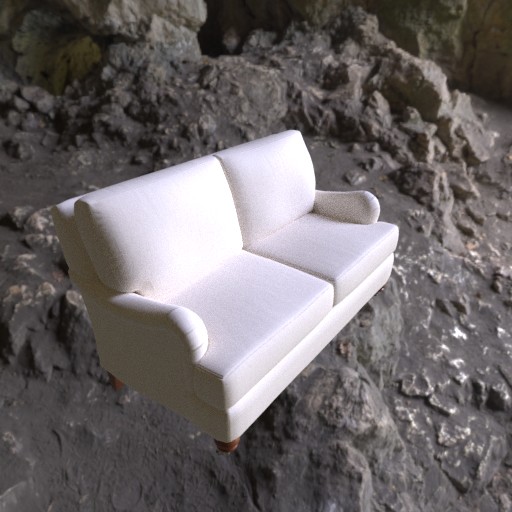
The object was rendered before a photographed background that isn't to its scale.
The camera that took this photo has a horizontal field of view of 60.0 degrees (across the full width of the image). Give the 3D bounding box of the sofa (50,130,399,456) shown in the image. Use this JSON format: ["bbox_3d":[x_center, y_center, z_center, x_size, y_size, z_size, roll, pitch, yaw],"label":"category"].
[{"bbox_3d":[0.000,0.000,2.584,1.084,1.101,1.853,20,34,32],"label":"sofa"}]
